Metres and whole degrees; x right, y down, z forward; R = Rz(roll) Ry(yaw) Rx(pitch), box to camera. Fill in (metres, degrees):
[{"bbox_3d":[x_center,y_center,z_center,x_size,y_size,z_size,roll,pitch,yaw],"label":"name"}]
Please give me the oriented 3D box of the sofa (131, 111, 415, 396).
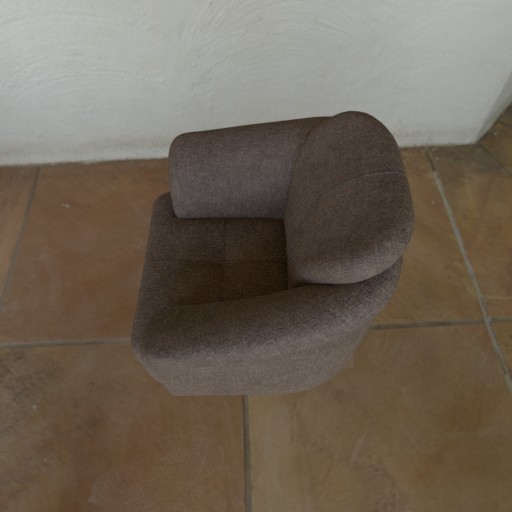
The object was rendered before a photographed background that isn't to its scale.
[{"bbox_3d":[0.000,0.000,1.485,0.794,0.811,0.870,0,57,0],"label":"sofa"}]
